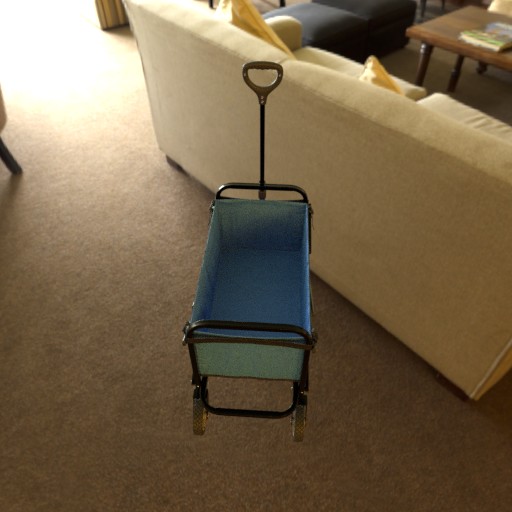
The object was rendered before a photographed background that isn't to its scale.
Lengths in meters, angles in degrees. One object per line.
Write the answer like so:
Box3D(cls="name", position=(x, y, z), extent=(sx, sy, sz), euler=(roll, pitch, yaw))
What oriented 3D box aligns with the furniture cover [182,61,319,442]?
Box3D(cls="furniture cover", position=(0.000, 0.000, 1.835), extent=(0.532, 1.295, 1.038), euler=(3, 45, 3))
